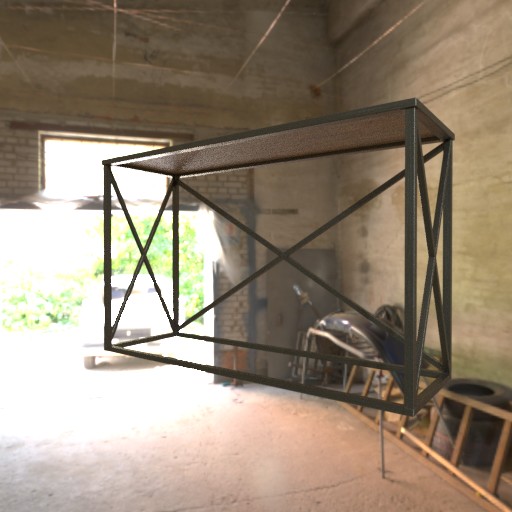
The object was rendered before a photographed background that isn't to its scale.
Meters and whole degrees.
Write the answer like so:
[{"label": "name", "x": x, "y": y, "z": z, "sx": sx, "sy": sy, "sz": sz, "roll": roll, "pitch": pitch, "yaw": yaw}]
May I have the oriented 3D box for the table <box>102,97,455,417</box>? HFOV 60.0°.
[{"label": "table", "x": 0.000, "y": 0.000, "z": 1.557, "sx": 1.216, "sy": 0.753, "sz": 0.402, "roll": 0, "pitch": 1, "yaw": 36}]
